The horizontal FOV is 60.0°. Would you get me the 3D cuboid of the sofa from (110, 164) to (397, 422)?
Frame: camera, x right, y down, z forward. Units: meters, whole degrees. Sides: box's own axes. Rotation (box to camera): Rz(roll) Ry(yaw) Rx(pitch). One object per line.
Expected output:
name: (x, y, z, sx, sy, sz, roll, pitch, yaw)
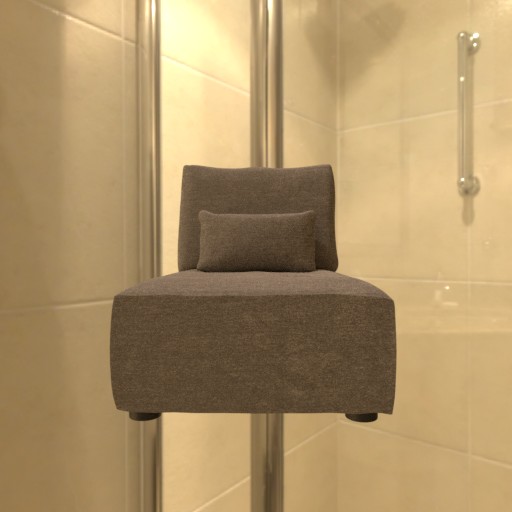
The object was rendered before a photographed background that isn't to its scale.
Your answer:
sofa: (0.000, 0.000, 1.575, 0.700, 0.820, 1.000, 0, 0, 1)
